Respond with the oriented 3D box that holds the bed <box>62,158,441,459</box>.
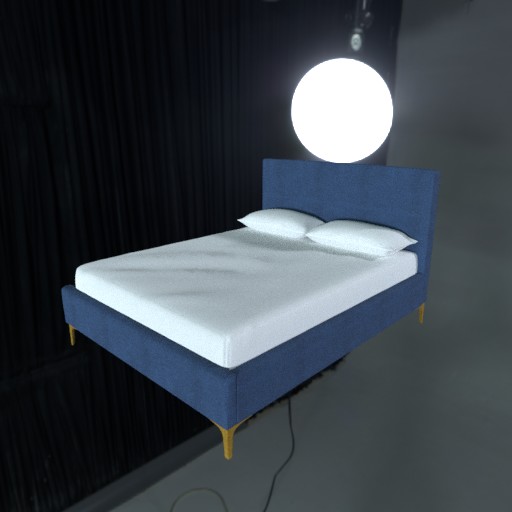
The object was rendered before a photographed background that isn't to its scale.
[{"bbox_3d":[0.000,0.000,3.233,1.723,1.231,2.172,15,22,42],"label":"bed"}]
